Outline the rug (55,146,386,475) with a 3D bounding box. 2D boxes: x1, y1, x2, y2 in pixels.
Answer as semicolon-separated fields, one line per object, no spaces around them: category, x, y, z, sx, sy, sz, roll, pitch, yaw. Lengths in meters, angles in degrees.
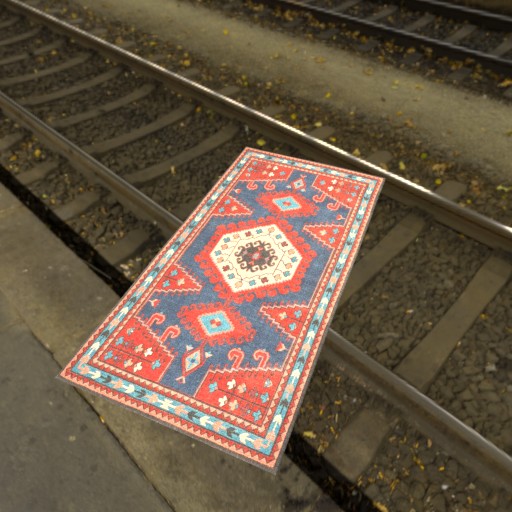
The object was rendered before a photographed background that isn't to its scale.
rug;0.000;0.000;3.624;1.522;0.034;3.032;17;47;16
